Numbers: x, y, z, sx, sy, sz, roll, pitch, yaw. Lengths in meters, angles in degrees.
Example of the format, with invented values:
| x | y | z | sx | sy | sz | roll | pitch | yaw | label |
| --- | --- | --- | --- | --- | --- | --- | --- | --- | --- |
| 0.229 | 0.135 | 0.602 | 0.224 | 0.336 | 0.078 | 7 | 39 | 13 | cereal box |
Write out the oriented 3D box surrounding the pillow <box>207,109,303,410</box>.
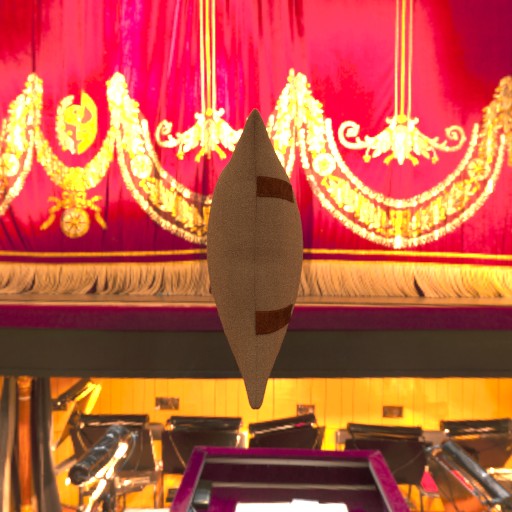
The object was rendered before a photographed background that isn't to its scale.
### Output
| x | y | z | sx | sy | sz | roll | pitch | yaw | label |
| --- | --- | --- | --- | --- | --- | --- | --- | --- | --- |
| 0.000 | 0.000 | 0.742 | 0.148 | 0.308 | 0.612 | 0 | 0 | 0 | pillow |
